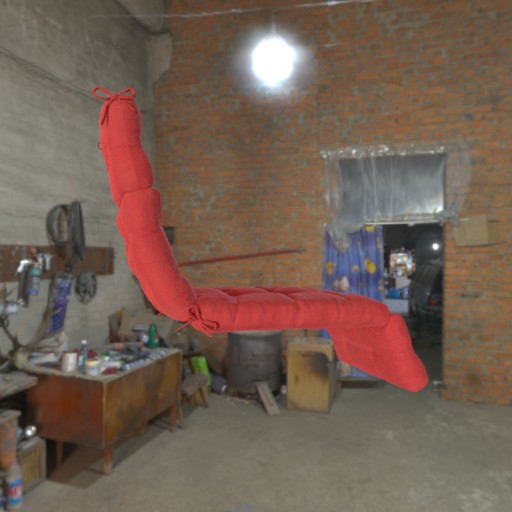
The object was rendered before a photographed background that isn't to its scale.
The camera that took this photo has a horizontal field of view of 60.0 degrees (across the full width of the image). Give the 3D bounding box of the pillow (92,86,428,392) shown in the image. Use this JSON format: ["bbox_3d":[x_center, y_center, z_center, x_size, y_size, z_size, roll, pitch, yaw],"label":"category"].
[{"bbox_3d":[0.000,0.000,1.484,1.016,0.863,0.526,0,-1,-18],"label":"pillow"}]
